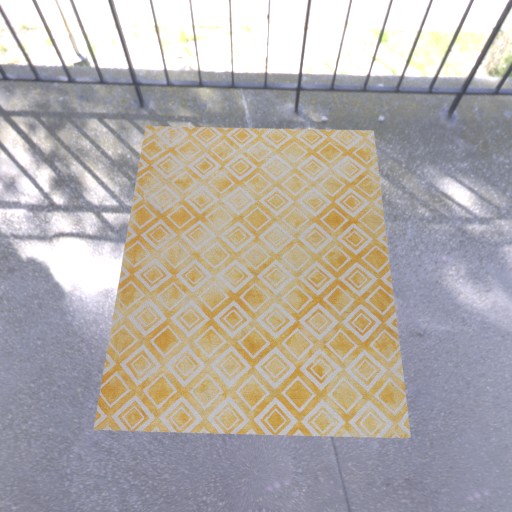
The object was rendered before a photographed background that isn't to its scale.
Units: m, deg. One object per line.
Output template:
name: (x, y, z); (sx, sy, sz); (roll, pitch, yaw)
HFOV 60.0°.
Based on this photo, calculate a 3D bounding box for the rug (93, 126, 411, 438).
rug: (0.000, 0.000, 4.057); (2.433, 0.011, 3.037); (1, 64, 1)
